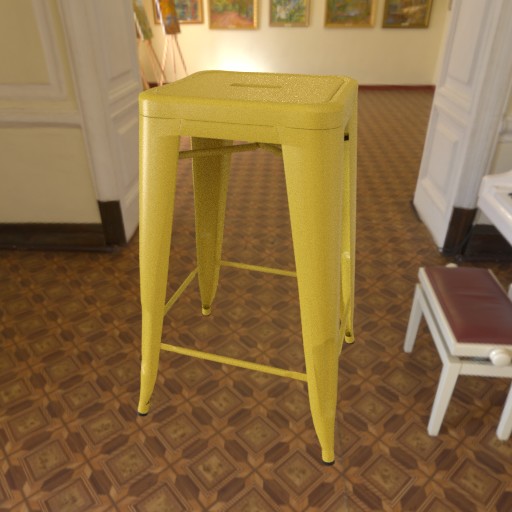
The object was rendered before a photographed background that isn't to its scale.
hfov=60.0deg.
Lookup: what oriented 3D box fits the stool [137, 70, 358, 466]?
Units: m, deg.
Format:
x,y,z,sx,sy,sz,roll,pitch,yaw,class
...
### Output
x,y,z,sx,sy,sz,roll,pitch,yaw,class
0.000,0.000,0.831,0.399,0.609,0.359,9,32,14,stool
